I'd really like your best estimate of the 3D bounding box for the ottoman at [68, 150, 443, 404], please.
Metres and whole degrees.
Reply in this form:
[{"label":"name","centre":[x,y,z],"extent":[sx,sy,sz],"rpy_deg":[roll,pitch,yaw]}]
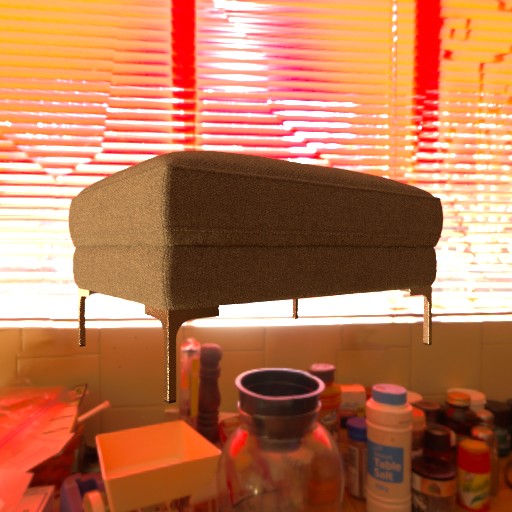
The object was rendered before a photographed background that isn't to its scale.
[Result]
[{"label":"ottoman","centre":[0.000,0.000,1.149],"extent":[0.785,0.464,0.583],"rpy_deg":[-1,1,-36]}]
